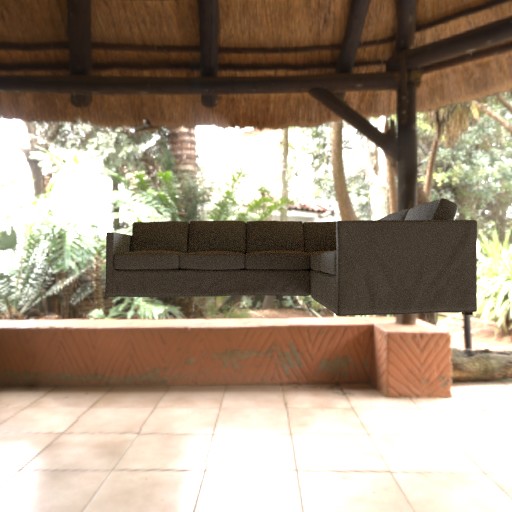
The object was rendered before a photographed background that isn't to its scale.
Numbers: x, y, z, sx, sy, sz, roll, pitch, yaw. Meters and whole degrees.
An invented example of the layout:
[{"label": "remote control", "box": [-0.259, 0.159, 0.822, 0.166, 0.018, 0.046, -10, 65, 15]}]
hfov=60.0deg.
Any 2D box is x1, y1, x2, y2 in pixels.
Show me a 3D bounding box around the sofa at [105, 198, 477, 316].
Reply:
[{"label": "sofa", "box": [0.000, 0.000, 4.373, 3.182, 0.871, 2.432, 0, 0, 0]}]
